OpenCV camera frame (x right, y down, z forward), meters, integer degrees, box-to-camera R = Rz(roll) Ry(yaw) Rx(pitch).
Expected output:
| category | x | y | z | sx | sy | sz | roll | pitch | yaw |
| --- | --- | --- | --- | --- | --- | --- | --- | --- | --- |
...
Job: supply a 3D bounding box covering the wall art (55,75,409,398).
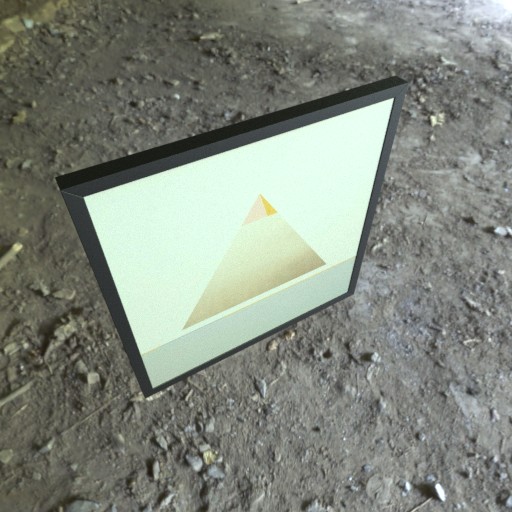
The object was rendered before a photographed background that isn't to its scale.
| category | x | y | z | sx | sy | sz | roll | pitch | yaw |
| --- | --- | --- | --- | --- | --- | --- | --- | --- | --- |
| wall art | 0.000 | 0.000 | 0.770 | 0.513 | 0.511 | 0.028 | -23 | 51 | -20 |
